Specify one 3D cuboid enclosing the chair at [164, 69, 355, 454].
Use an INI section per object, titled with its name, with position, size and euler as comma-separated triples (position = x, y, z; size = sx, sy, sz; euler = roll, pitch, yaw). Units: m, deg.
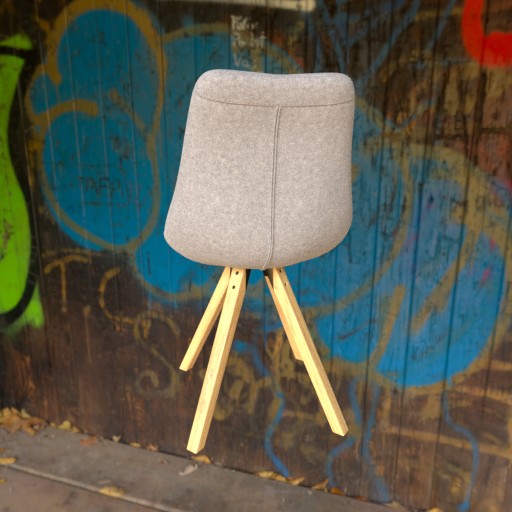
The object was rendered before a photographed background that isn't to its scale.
[chair]
position = 0.000, 0.000, 1.206
size = 0.483, 0.865, 0.550
euler = -3, 14, -10
